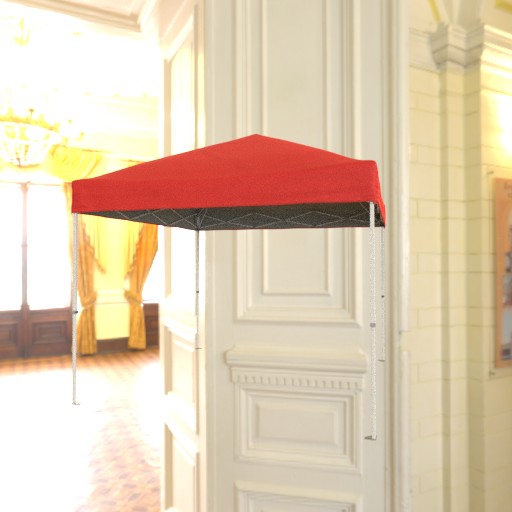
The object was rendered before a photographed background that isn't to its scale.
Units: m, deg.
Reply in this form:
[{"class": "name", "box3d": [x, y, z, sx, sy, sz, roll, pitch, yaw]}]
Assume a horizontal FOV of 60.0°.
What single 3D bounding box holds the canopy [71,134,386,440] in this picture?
[{"class": "canopy", "box3d": [0.000, 0.000, 5.432, 2.996, 2.997, 2.998, 0, 0, 17]}]
